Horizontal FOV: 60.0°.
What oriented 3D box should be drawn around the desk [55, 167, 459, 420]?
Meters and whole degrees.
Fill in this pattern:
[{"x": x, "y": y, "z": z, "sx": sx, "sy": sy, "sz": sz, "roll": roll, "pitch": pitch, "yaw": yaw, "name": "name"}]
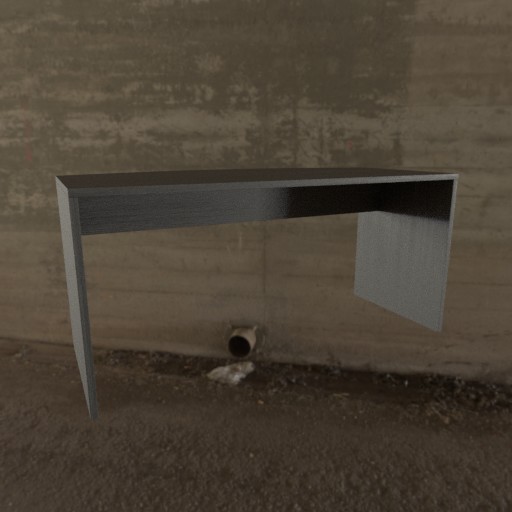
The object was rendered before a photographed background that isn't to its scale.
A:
[{"x": 0.000, "y": 0.000, "z": 2.046, "sx": 1.600, "sy": 0.750, "sz": 0.802, "roll": -7, "pitch": 16, "yaw": -26, "name": "desk"}]
